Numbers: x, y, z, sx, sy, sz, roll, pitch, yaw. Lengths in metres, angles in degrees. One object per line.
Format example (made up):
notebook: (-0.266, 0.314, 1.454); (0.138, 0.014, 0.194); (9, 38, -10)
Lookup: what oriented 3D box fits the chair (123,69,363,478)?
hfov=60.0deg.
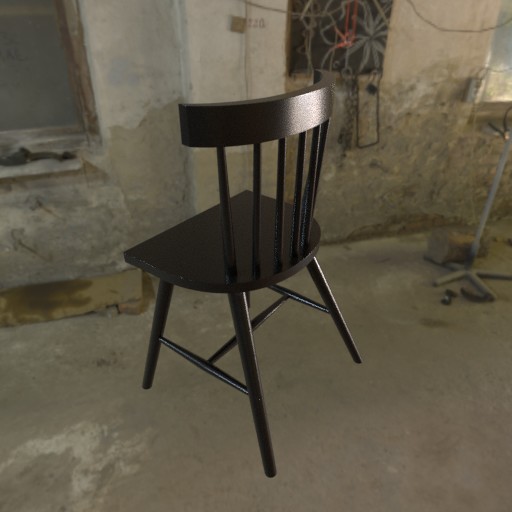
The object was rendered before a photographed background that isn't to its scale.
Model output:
chair: (0.000, 0.000, 1.143); (0.483, 0.844, 0.506); (22, 38, 31)
